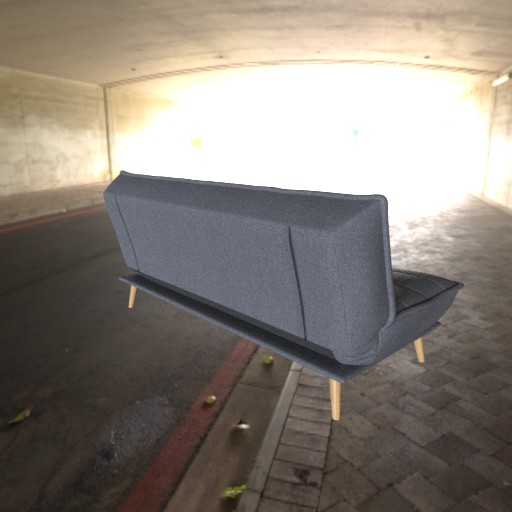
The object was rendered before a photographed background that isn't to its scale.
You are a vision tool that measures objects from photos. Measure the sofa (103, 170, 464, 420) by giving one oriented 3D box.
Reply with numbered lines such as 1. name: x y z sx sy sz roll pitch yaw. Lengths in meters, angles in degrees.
1. sofa: 0.000 0.000 2.483 0.950 0.890 1.940 -13 19 -41
